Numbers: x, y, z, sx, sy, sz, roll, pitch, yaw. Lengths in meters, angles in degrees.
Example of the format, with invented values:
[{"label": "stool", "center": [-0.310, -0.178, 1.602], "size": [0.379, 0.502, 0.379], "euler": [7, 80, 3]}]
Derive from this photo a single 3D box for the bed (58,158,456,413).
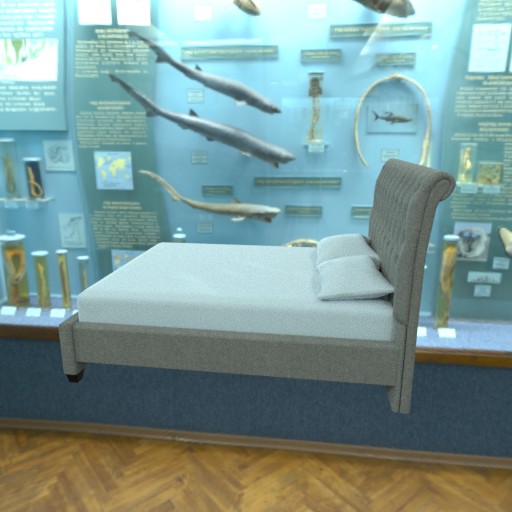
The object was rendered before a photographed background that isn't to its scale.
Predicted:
[{"label": "bed", "center": [0.000, 0.000, 3.297], "size": [2.252, 1.371, 1.645], "euler": [2, 15, 8]}]
